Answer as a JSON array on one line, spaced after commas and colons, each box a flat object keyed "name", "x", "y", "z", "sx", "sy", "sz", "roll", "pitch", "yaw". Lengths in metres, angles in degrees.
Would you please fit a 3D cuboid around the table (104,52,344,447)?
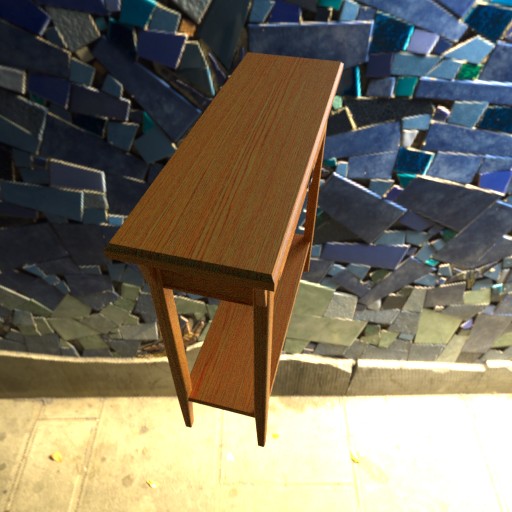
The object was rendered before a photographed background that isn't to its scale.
[{"name": "table", "x": 0.000, "y": 0.000, "z": 1.124, "sx": 0.254, "sy": 0.711, "sz": 0.762, "roll": 11, "pitch": 46, "yaw": 10}]
